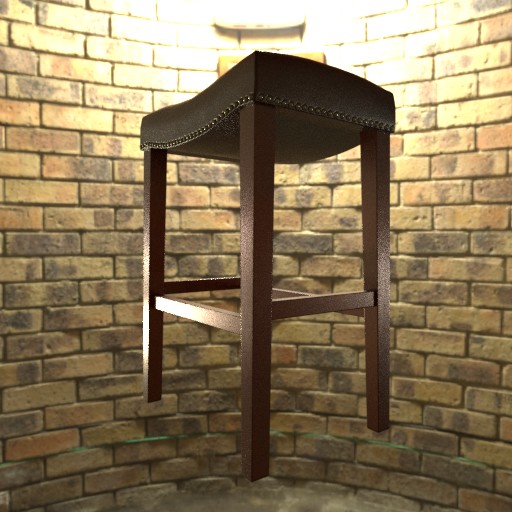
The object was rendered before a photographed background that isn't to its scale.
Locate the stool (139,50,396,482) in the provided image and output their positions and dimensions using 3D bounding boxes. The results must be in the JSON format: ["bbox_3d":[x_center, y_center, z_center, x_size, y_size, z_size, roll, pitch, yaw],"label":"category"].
[{"bbox_3d":[0.000,0.000,1.028,0.372,0.742,0.504,-1,2,-36],"label":"stool"}]
